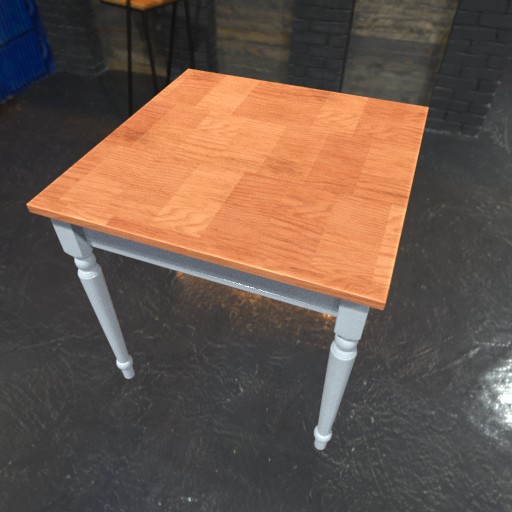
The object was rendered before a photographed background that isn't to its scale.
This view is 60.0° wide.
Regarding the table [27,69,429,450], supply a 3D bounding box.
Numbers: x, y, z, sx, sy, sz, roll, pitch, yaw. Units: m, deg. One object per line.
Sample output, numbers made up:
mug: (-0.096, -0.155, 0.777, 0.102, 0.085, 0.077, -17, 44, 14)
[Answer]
table: (0.000, 0.000, 1.341, 0.747, 0.738, 0.747, 15, 47, 15)
